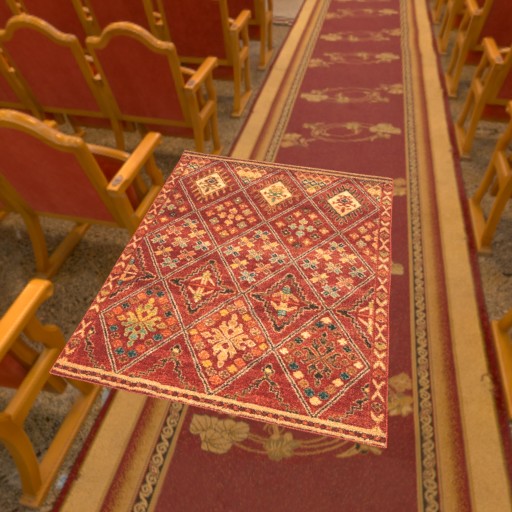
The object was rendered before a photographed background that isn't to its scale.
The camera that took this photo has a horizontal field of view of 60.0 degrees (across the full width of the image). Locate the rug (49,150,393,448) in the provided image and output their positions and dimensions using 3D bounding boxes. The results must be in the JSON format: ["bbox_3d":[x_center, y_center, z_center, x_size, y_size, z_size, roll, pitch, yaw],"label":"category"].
[{"bbox_3d":[0.000,0.000,4.171,2.489,0.030,3.086,9,47,9],"label":"rug"}]
